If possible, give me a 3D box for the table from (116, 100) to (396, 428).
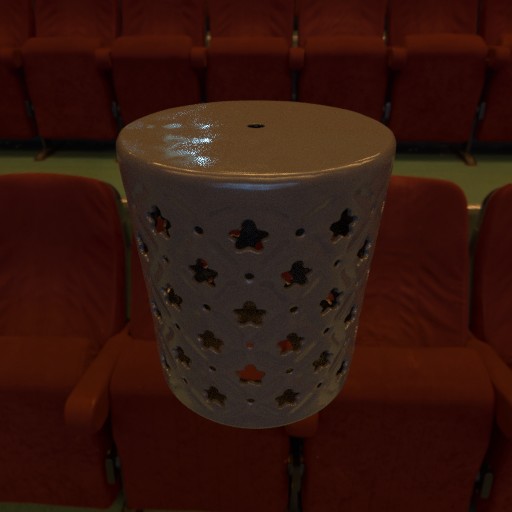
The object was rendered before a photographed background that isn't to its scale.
[{"bbox_3d":[0.000,0.000,0.663,0.352,0.387,0.352,0,31,0],"label":"table"}]
